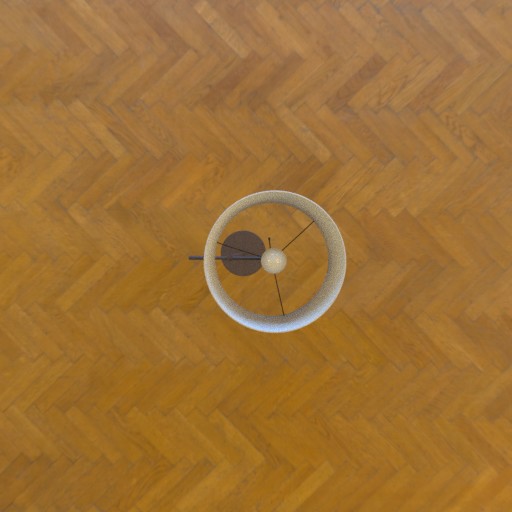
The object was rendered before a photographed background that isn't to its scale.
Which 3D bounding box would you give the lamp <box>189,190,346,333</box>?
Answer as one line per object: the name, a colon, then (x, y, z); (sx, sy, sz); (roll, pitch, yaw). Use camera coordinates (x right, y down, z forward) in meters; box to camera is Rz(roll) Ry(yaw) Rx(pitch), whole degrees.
lamp: (0.000, 0.000, 1.801); (0.416, 1.600, 0.324); (0, 91, 0)
